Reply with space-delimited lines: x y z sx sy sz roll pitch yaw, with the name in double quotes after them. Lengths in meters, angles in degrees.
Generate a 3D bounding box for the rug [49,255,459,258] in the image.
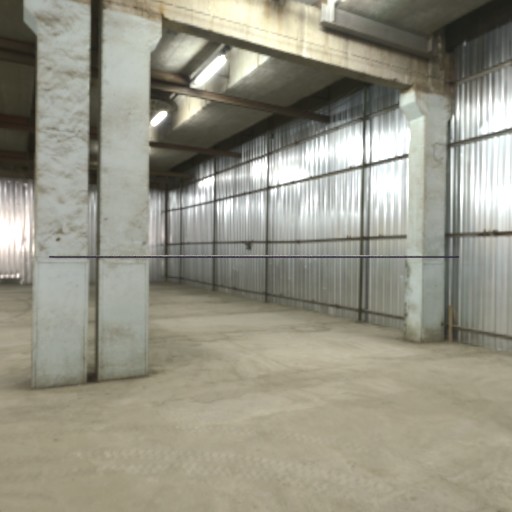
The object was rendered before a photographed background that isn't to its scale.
0.000 0.000 2.851 1.630 0.009 2.232 0 0 1 "rug"
